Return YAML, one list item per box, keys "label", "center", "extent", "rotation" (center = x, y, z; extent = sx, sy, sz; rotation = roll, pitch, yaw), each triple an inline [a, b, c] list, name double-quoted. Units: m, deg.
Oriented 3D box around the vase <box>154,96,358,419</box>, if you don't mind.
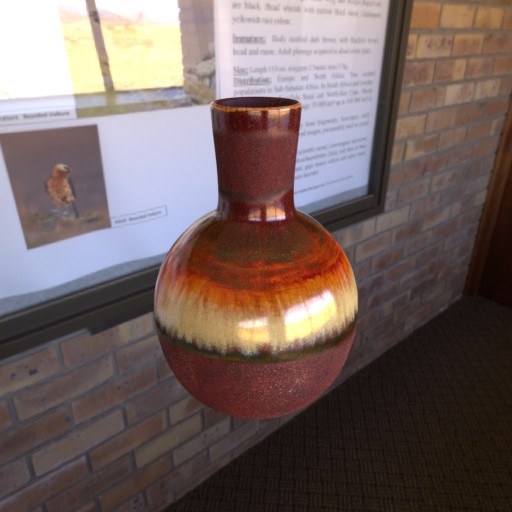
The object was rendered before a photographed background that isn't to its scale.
- label: "vase"
  center: [0.000, 0.000, 0.233]
  extent: [0.111, 0.154, 0.111]
  rotation: [0, 26, 0]
